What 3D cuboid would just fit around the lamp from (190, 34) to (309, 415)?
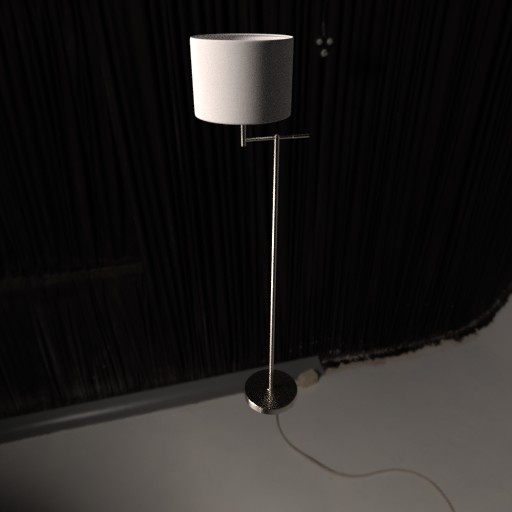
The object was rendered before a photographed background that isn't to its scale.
[{"bbox_3d":[0.000,0.000,1.800,0.416,1.600,0.324,-8,31,-14],"label":"lamp"}]
